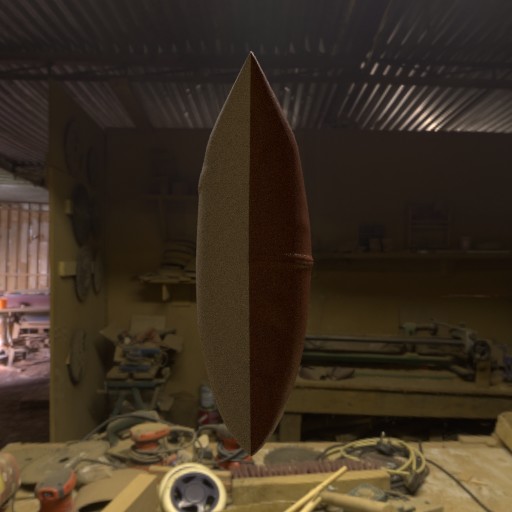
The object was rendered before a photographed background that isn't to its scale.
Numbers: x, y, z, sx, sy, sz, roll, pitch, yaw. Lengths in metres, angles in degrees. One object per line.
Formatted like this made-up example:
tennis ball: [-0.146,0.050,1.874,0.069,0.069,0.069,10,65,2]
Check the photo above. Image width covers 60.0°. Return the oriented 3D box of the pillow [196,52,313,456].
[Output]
pillow: [0.000,0.000,0.763,0.192,0.477,0.501,0,0,0]
